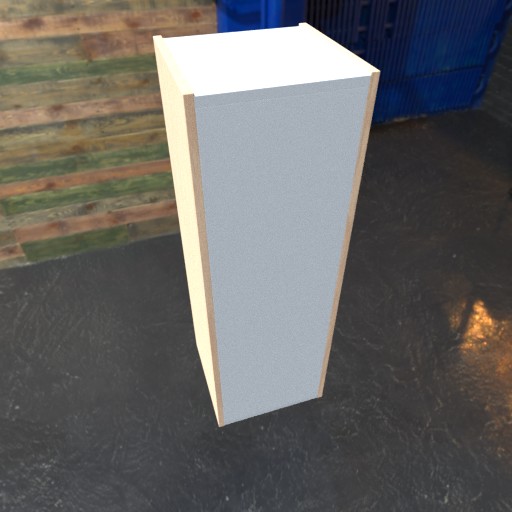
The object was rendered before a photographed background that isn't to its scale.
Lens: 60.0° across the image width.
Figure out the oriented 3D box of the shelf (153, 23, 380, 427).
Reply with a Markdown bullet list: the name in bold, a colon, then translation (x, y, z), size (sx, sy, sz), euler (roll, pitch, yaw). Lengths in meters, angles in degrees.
- **shelf**: translation (0.000, 0.000, 1.032), size (0.300, 0.900, 0.290), euler (-12, 43, -13)
